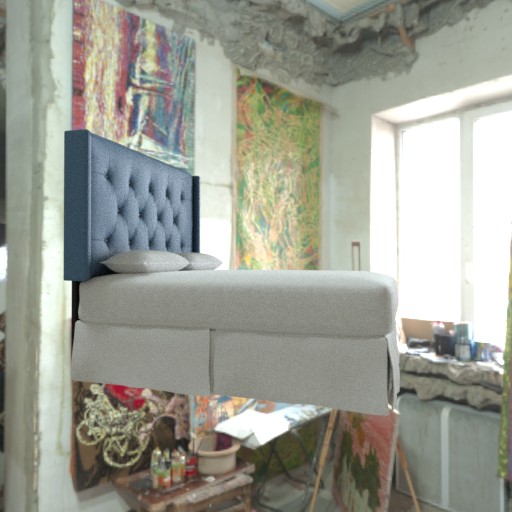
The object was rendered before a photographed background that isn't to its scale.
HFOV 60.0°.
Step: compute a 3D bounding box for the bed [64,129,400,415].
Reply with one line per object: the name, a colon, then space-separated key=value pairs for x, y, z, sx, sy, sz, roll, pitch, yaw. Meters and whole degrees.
bed: x=0.000 y=0.000 z=3.368 sx=2.078 sy=1.665 sz=1.719 roll=0 pitch=-1 yaw=18
